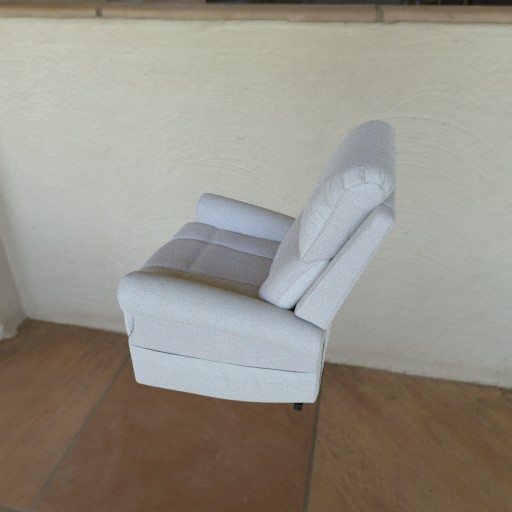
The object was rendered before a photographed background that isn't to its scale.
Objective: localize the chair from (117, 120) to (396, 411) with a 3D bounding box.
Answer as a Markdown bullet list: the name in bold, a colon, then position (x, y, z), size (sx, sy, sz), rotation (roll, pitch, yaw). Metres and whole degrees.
- **chair**: position (0.000, 0.000, 1.803), size (0.979, 1.031, 0.871), rotation (8, 32, 13)
